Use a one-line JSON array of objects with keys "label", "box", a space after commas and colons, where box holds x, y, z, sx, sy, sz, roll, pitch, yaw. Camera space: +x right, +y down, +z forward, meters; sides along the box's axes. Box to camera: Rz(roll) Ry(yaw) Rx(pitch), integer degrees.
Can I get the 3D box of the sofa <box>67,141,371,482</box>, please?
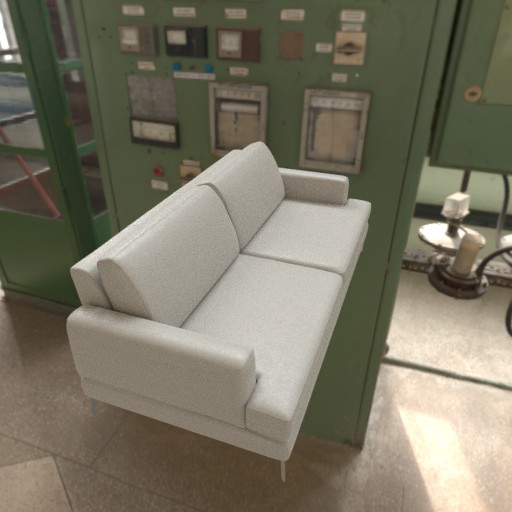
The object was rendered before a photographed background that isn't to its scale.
[{"label": "sofa", "box": [0.000, 0.000, 2.388, 0.974, 0.765, 1.940, 11, 32, 18]}]
